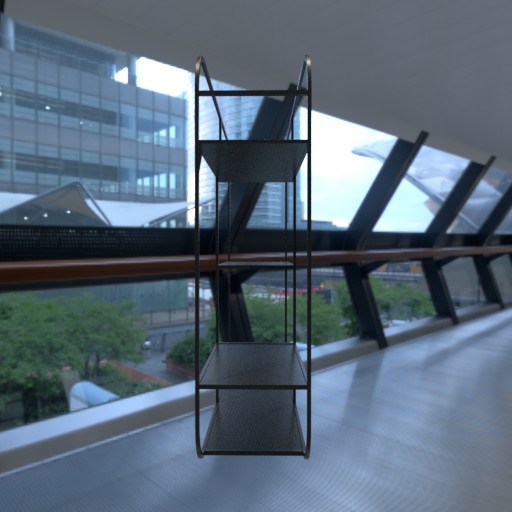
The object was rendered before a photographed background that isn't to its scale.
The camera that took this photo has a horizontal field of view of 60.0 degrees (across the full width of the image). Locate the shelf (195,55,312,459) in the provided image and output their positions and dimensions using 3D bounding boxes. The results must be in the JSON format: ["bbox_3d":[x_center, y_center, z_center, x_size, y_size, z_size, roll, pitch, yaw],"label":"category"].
[{"bbox_3d":[0.000,0.000,0.908,0.160,0.600,0.600,0,1,1],"label":"shelf"}]
